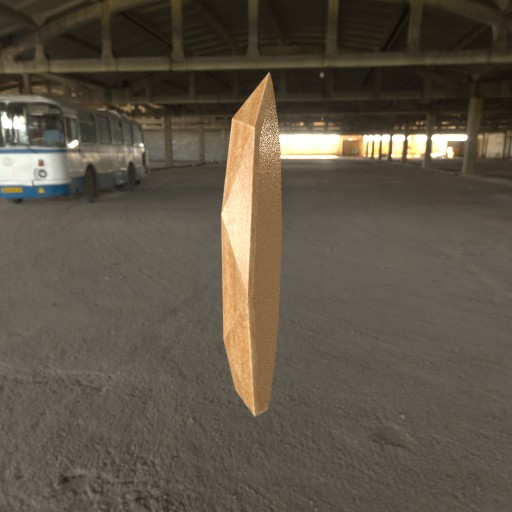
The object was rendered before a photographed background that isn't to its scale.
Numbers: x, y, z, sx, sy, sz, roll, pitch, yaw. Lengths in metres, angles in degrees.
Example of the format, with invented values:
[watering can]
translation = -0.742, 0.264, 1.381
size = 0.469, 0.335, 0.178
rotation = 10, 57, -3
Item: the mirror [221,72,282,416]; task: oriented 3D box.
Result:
[mirror]
translation = 0.000, 0.000, 0.998
size = 0.070, 0.774, 0.577
rotation = 2, 14, 8
